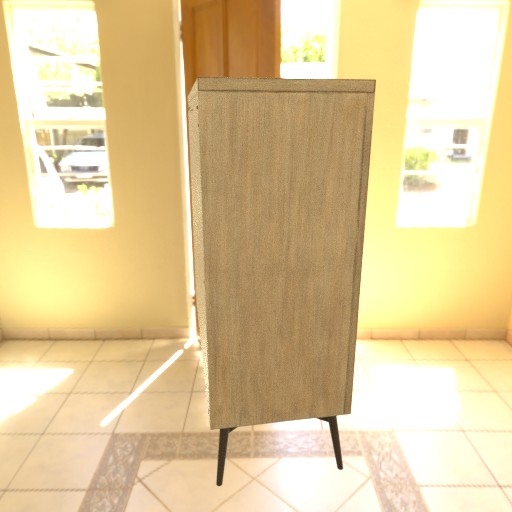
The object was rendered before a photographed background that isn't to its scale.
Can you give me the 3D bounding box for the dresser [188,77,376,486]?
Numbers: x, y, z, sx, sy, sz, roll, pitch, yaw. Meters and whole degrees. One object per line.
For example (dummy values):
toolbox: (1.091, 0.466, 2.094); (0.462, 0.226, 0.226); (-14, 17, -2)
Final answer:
dresser: (0.000, 0.000, 1.738); (0.457, 1.219, 1.016); (-3, 18, -9)
